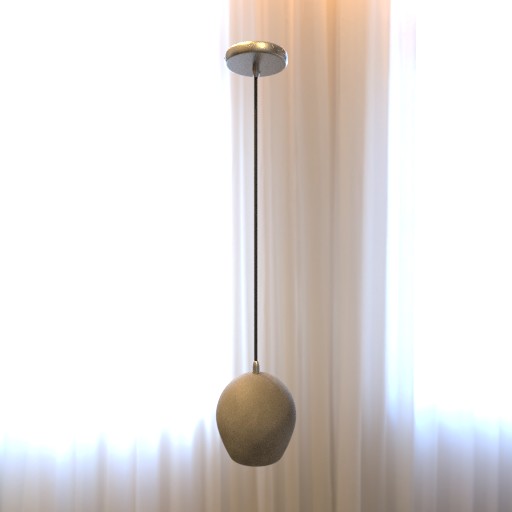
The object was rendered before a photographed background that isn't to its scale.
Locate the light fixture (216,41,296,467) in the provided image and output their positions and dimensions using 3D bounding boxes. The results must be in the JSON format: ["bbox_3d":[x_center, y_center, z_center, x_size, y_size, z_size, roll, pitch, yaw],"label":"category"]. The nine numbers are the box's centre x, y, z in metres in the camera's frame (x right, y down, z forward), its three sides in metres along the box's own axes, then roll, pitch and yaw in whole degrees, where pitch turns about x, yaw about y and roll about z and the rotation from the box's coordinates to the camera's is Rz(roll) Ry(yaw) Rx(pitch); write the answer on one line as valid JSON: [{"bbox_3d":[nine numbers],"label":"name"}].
[{"bbox_3d":[0.000,0.000,0.845,0.153,0.760,0.153,0,1,-36],"label":"light fixture"}]
